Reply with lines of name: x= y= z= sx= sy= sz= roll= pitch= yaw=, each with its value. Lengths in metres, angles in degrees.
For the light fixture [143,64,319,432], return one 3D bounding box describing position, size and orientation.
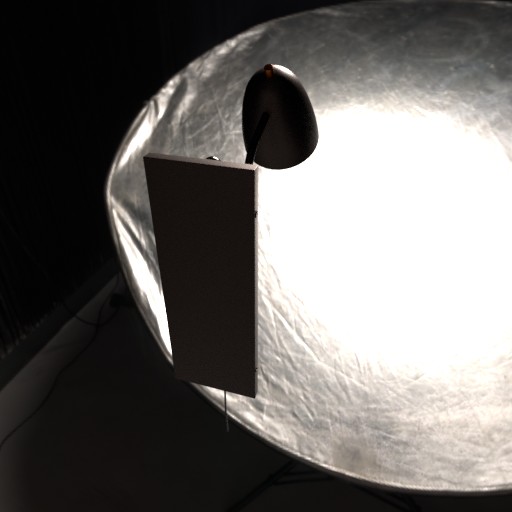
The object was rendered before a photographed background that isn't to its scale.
light fixture: x=0.000 y=0.000 z=0.918 sx=0.162 sy=0.715 sz=0.499 roll=10 pitch=35 yaw=14
